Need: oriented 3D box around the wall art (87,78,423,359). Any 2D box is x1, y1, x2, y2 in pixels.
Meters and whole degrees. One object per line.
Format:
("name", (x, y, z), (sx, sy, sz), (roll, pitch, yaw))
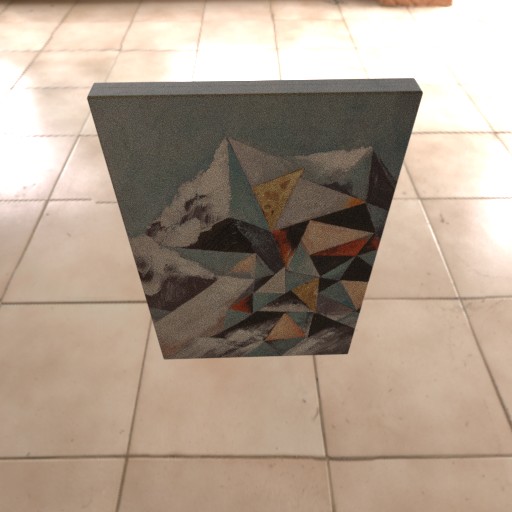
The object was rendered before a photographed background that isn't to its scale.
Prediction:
("wall art", (0.000, 0.000, 1.149), (0.609, 0.911, 0.061), (-1, 47, -1))
